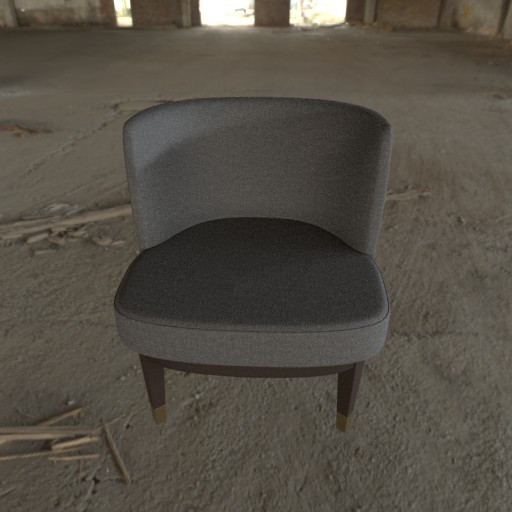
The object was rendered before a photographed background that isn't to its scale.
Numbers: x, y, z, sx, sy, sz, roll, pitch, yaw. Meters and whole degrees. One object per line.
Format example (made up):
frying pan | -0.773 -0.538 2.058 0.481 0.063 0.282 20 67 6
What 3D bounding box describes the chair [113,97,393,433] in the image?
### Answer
chair | 0.000 0.000 1.190 0.639 0.695 0.698 1 30 3
